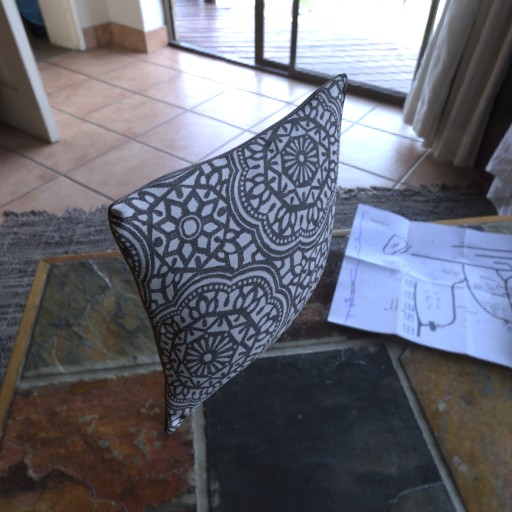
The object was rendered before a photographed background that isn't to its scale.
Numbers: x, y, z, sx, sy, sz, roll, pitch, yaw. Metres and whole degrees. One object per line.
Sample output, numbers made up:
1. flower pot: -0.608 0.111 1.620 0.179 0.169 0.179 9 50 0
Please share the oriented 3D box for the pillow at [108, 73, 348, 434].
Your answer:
1. pillow: 0.000 0.000 0.654 0.148 0.417 0.436 27 48 27
